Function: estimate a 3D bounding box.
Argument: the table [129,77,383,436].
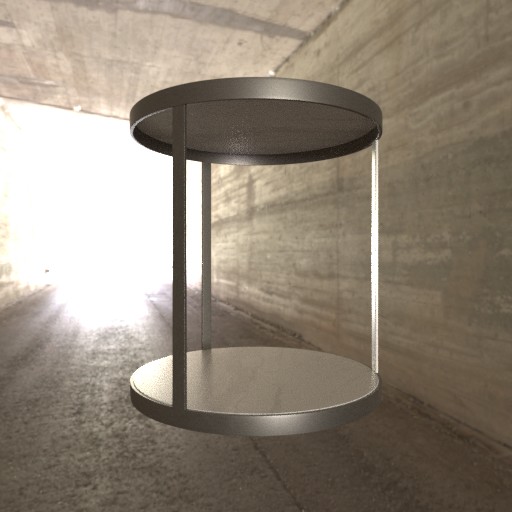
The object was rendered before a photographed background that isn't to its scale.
[{"bbox_3d":[0.000,0.000,0.812,0.445,0.479,0.445,0,0,0],"label":"table"}]
